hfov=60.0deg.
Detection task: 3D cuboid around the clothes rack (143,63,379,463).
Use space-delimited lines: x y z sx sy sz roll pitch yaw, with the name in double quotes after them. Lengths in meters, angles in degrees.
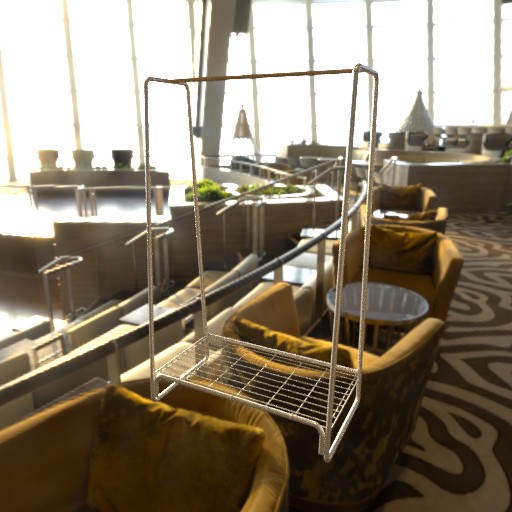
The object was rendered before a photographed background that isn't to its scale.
0.000 0.000 1.957 0.900 1.500 0.495 8 18 26 "clothes rack"
